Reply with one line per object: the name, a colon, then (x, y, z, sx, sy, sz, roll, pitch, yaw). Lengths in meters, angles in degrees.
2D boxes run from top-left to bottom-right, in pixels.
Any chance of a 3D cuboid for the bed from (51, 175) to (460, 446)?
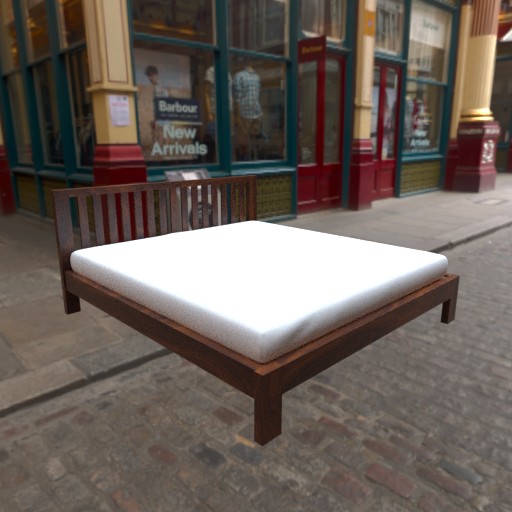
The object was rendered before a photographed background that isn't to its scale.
bed: (0.000, 0.000, 3.054, 1.905, 0.890, 2.030, -14, 20, -42)
